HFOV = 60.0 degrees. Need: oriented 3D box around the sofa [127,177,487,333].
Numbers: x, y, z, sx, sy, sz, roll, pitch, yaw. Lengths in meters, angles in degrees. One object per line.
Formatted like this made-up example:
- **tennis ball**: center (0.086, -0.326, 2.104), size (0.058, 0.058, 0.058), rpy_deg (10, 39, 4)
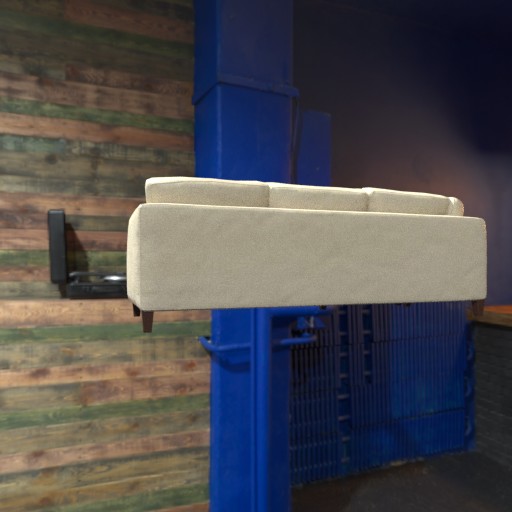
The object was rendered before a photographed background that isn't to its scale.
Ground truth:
- **sofa**: center (0.000, 0.000, 4.450), size (2.593, 0.947, 3.302), rpy_deg (0, -1, -19)
